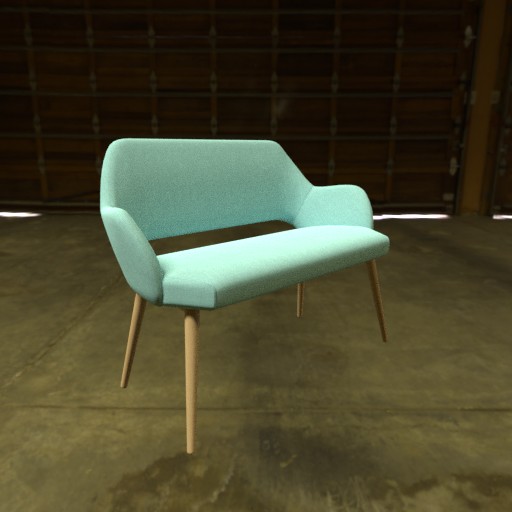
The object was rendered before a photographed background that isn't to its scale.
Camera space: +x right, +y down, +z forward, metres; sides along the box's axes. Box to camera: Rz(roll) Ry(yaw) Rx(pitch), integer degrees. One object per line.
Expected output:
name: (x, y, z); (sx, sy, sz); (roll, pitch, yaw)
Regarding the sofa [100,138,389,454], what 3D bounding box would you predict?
sofa: (0.000, 0.000, 1.642); (1.150, 0.840, 0.610); (-13, 19, -43)
